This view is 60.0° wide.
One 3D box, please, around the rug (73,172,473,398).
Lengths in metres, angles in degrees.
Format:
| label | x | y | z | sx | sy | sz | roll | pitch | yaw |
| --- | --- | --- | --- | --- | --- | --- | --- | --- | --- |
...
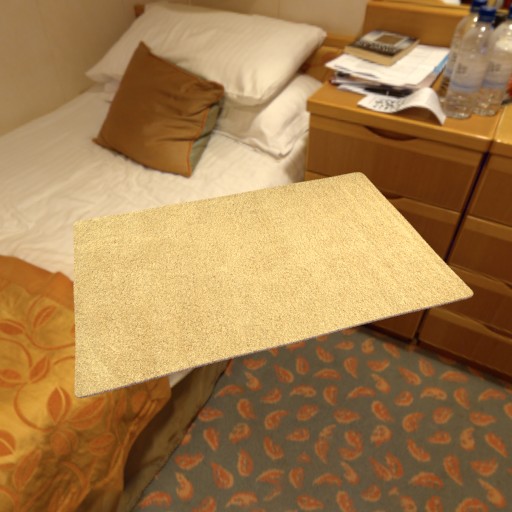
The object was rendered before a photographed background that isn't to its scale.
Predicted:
| label | x | y | z | sx | sy | sz | roll | pitch | yaw |
| --- | --- | --- | --- | --- | --- | --- | --- | --- | --- |
| rug | 0.000 | 0.000 | 2.990 | 2.349 | 0.025 | 1.500 | -12 | 43 | -13 |
